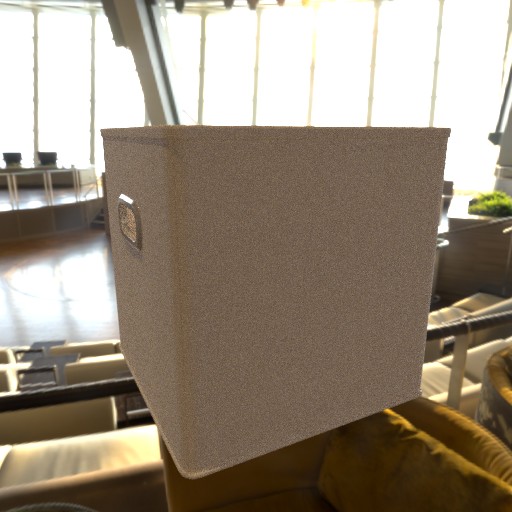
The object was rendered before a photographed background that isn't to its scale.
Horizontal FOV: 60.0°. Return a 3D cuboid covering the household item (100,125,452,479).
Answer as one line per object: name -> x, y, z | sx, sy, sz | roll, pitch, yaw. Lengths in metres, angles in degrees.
household item -> 0.000, 0.000, 0.548 | 0.305, 0.305, 0.305 | -8, 17, -27
